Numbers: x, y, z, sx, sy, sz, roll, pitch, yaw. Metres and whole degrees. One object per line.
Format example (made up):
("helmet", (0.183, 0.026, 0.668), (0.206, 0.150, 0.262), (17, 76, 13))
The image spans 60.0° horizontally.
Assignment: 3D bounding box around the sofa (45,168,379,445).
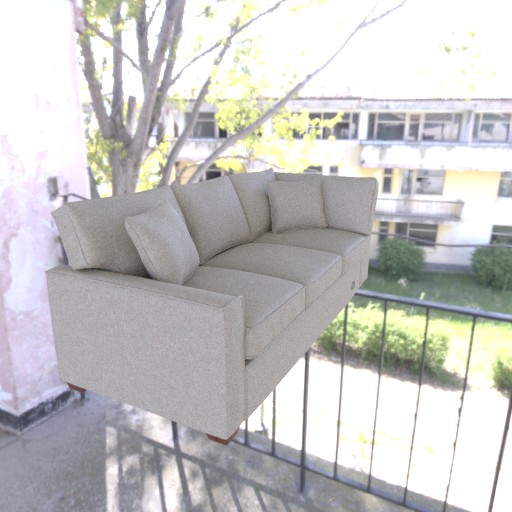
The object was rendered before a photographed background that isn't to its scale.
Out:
("sofa", (0.000, 0.000, 2.861), (1.061, 0.962, 2.317), (8, 18, 26))
